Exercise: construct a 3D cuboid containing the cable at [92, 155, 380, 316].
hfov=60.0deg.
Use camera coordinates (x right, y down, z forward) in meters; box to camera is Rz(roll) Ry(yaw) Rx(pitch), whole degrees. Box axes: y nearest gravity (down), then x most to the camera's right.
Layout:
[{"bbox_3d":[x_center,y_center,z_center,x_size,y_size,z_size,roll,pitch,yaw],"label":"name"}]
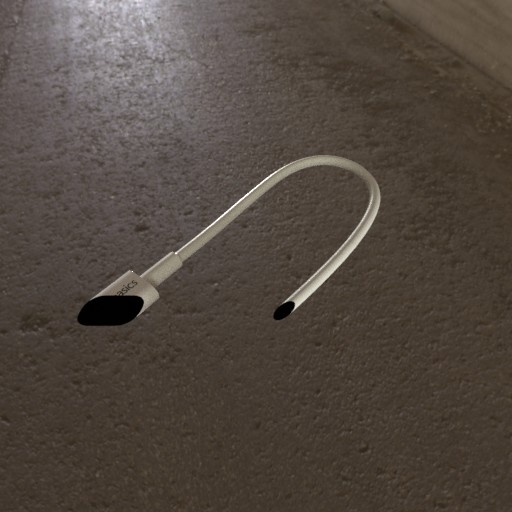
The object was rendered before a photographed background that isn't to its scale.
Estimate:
[{"bbox_3d":[0.000,0.000,0.111,0.041,0.005,0.098,31,55,25],"label":"cable"}]
